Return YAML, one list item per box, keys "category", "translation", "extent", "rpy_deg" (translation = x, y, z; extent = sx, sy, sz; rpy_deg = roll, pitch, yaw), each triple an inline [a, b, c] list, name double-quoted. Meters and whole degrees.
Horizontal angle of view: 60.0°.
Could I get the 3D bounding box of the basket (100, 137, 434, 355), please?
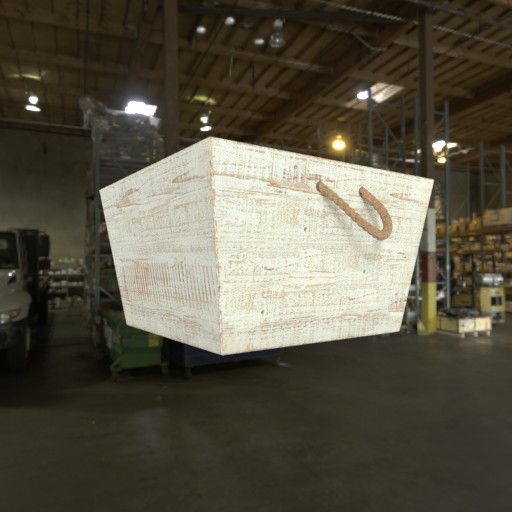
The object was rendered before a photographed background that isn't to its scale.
- category: "basket"
  translation: [0.000, 0.000, 0.762]
  extent: [0.413, 0.247, 0.545]
  rpy_deg: [1, -2, -35]
